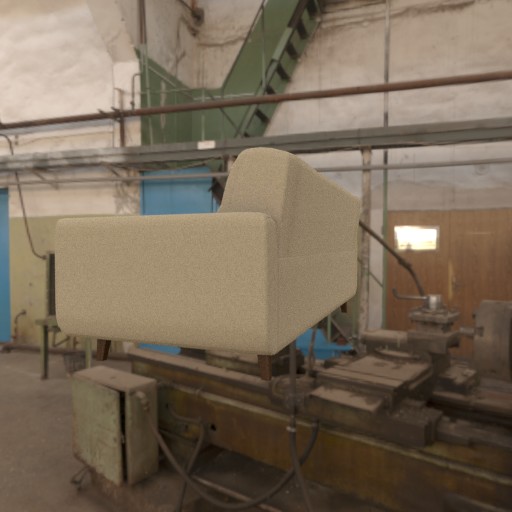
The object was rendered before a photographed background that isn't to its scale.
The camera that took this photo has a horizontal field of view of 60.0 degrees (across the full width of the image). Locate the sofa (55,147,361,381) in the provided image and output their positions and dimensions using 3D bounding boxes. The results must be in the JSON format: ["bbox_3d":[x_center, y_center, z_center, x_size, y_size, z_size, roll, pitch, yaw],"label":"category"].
[{"bbox_3d":[0.000,0.000,2.632,0.980,0.892,2.137,1,2,21],"label":"sofa"}]
